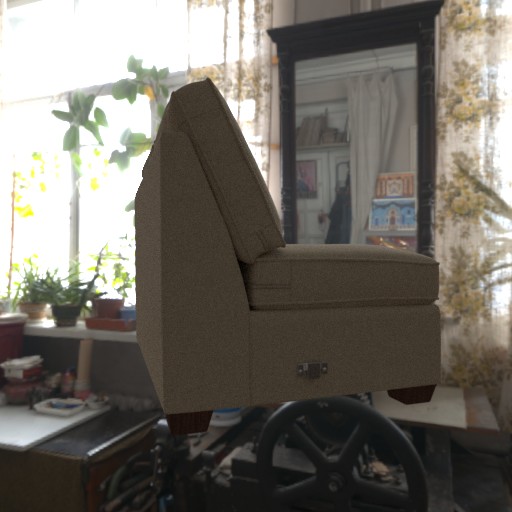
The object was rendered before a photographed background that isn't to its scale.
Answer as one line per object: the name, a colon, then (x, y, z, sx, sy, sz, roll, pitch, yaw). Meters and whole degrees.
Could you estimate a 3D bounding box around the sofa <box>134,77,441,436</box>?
sofa: (0.000, 0.000, 1.922, 0.951, 1.008, 1.237, 0, 0, -19)
